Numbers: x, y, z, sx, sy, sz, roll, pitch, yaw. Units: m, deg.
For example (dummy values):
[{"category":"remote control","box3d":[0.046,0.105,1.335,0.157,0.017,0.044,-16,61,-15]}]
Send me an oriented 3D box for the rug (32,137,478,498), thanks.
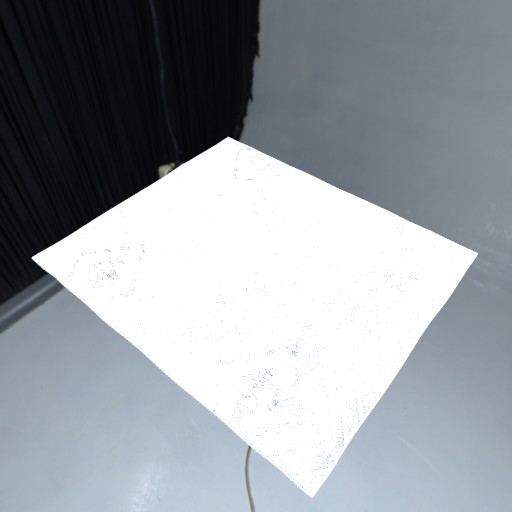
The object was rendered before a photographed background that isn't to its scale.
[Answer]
[{"category":"rug","box3d":[0.000,0.000,0.833,0.639,0.006,0.548,31,54,26]}]
